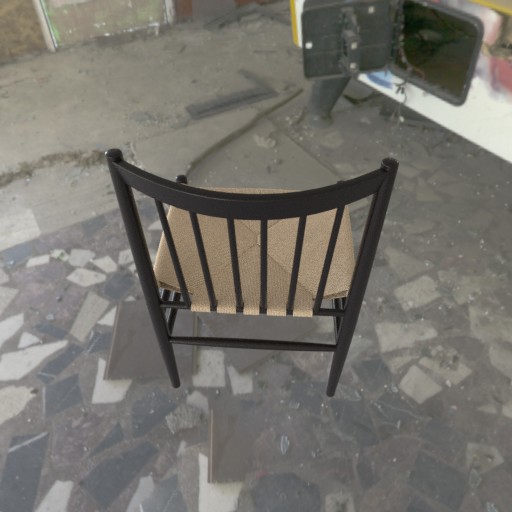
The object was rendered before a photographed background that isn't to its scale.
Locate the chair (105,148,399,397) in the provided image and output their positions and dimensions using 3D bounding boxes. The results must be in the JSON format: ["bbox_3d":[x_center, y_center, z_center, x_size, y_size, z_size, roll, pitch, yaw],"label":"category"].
[{"bbox_3d":[0.000,0.000,1.137,0.495,0.818,0.516,2,47,2],"label":"chair"}]
